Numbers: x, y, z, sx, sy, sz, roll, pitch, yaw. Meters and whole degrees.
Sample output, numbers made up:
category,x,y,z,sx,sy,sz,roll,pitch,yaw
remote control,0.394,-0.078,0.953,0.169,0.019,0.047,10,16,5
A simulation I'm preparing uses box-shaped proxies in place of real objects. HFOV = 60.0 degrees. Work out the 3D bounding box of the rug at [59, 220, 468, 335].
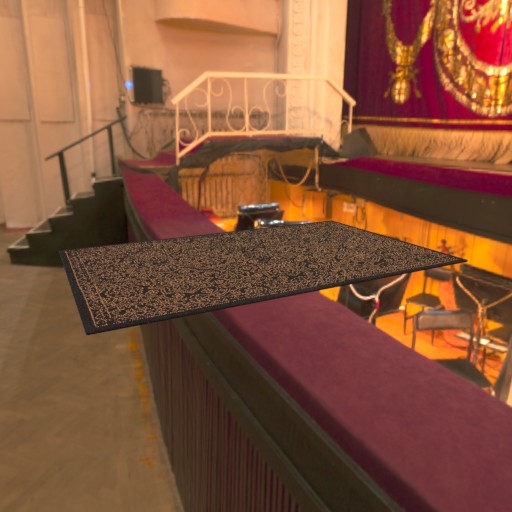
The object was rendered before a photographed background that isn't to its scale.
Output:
category,x,y,z,sx,sy,sz,roll,pitch,yaw
rug,0.000,0.000,3.109,2.441,0.015,1.526,-8,18,-26
